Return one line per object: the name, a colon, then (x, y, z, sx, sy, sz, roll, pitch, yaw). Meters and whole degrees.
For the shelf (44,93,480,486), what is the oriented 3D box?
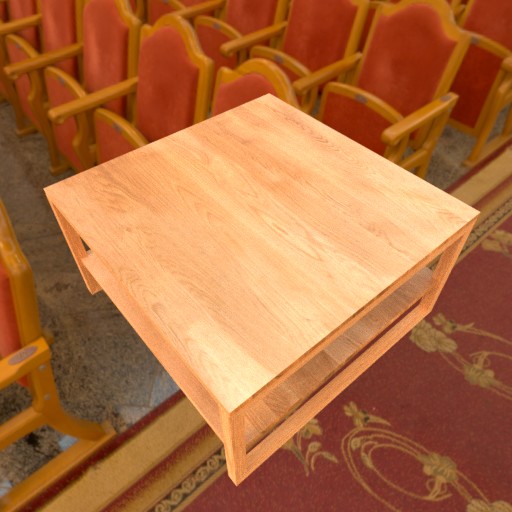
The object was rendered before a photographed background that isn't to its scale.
shelf: (0.000, 0.000, 1.460, 0.899, 0.480, 0.899, -32, 55, -26)
